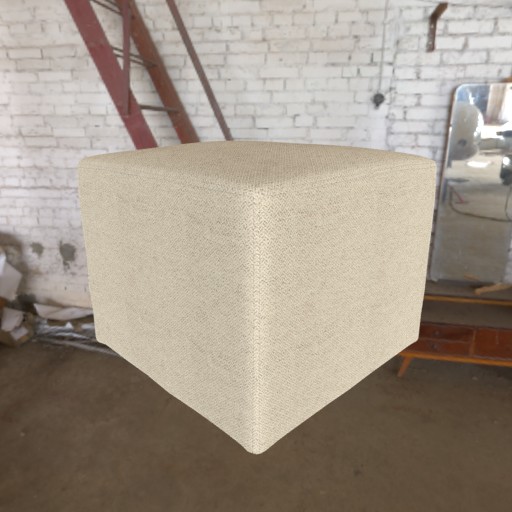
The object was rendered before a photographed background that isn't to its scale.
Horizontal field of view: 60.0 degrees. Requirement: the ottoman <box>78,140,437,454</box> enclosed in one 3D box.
[{"bbox_3d":[0.000,0.000,0.919,0.512,0.453,0.521,-17,24,-42],"label":"ottoman"}]
